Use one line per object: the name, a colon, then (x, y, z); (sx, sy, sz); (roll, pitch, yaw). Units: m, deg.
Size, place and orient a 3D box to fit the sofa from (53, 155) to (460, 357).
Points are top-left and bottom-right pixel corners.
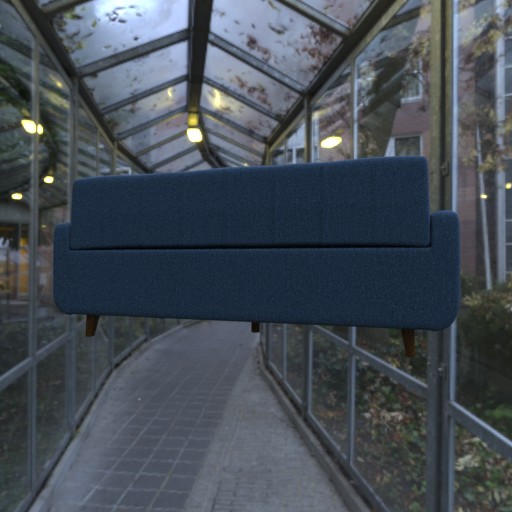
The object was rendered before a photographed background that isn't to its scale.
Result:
sofa: (0.000, 0.000, 2.561); (2.055, 0.884, 0.942); (0, -1, 18)
